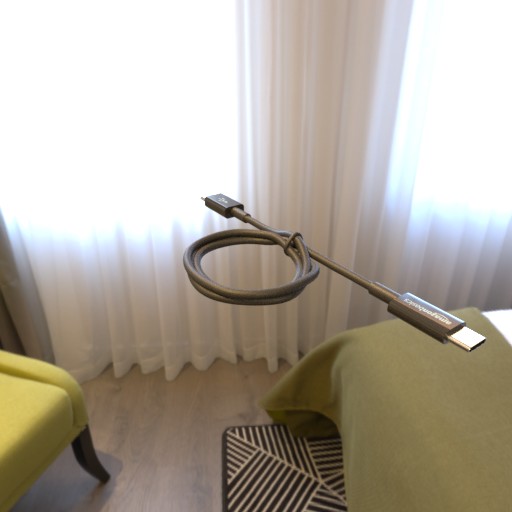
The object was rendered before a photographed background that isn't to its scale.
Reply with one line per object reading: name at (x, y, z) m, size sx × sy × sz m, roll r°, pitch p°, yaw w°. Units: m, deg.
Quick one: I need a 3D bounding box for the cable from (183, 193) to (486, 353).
cable at (0.000, 0.000, 0.209) m, size 0.070 × 0.014 × 0.192 m, roll -18°, pitch 32°, yaw -31°
